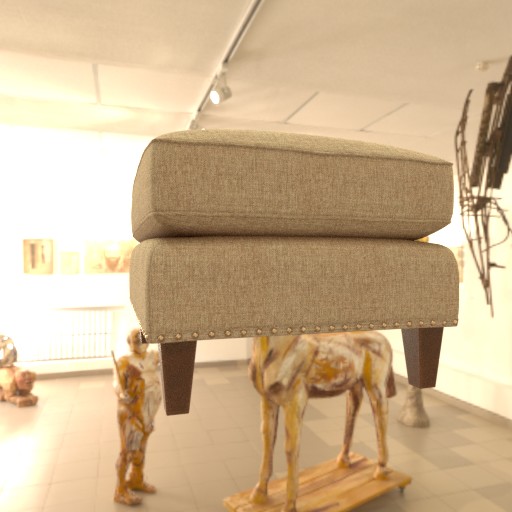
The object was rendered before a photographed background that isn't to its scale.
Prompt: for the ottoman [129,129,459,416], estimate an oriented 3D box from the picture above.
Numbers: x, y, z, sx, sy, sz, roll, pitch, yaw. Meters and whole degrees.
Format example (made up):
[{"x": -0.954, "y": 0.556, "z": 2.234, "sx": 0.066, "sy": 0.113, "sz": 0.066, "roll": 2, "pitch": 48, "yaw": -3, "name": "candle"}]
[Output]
[{"x": 0.000, "y": 0.000, "z": 1.099, "sx": 0.584, "sy": 0.513, "sz": 0.741, "roll": 0, "pitch": -1, "yaw": -18, "name": "ottoman"}]
